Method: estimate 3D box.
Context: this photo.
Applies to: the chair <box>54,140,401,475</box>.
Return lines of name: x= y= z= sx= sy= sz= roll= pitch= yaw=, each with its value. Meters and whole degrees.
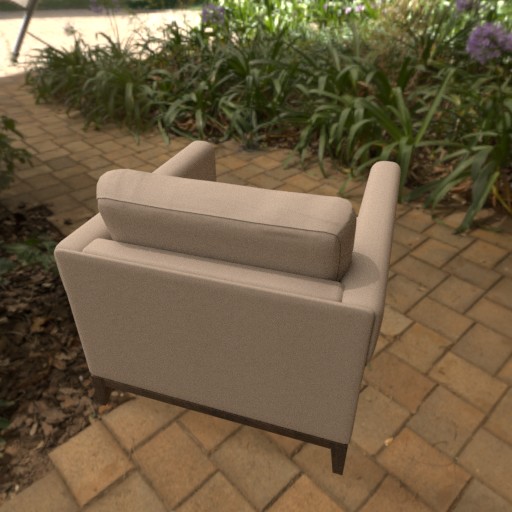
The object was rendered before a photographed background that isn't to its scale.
chair: x=0.000 y=0.000 z=1.620 sx=0.914 sy=0.838 sz=0.959 roll=10 pitch=34 yaw=15
